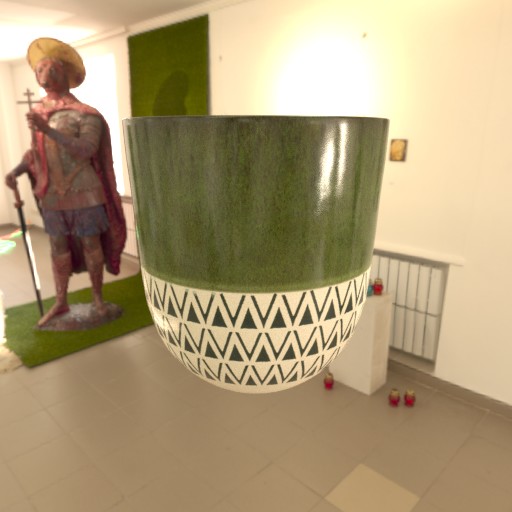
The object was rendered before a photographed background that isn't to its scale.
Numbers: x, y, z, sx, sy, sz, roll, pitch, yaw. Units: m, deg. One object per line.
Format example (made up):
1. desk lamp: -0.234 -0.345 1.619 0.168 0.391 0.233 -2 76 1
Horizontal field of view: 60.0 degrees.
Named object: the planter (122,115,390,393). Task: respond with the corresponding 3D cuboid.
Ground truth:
1. planter: 0.000 0.000 0.458 0.245 0.270 0.245 0 16 0
